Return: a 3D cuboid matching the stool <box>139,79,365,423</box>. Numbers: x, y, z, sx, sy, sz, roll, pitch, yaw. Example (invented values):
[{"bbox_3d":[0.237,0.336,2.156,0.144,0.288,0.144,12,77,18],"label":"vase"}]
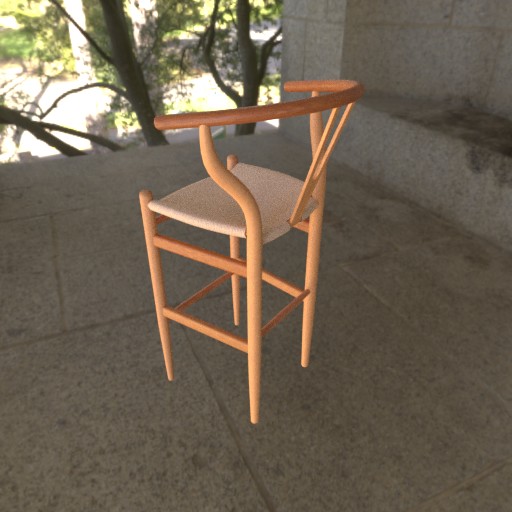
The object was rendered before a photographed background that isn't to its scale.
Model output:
[{"bbox_3d":[0.000,0.000,1.405,0.561,1.068,0.574,21,37,31],"label":"stool"}]
